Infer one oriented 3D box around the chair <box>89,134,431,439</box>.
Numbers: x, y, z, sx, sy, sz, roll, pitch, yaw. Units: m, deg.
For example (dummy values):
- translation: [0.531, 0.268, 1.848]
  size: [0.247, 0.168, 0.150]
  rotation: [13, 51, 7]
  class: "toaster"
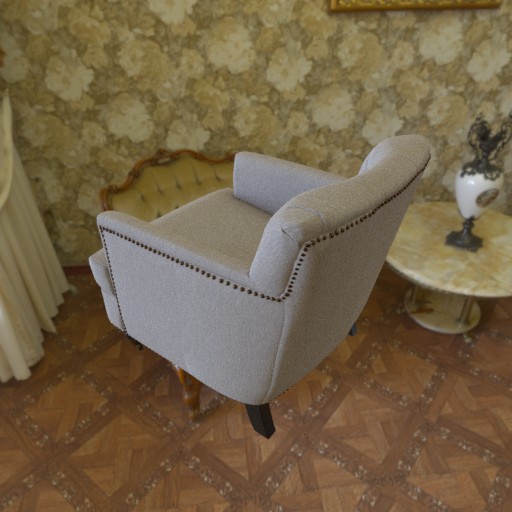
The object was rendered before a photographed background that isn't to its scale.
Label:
- translation: [0.000, 0.000, 1.504]
  size: [0.902, 0.823, 0.737]
  rotation: [22, 39, 30]
  class: "chair"
